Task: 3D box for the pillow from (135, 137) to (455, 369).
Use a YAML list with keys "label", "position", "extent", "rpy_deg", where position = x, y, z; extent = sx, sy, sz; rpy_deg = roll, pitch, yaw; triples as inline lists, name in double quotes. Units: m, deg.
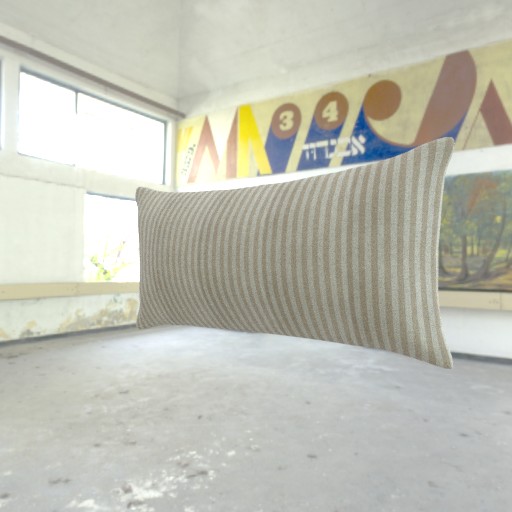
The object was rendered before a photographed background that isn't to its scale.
- label: "pillow"
  position: [0.000, 0.000, 0.737]
  extent: [0.617, 0.295, 0.151]
  rpy_deg: [-1, -1, 36]
